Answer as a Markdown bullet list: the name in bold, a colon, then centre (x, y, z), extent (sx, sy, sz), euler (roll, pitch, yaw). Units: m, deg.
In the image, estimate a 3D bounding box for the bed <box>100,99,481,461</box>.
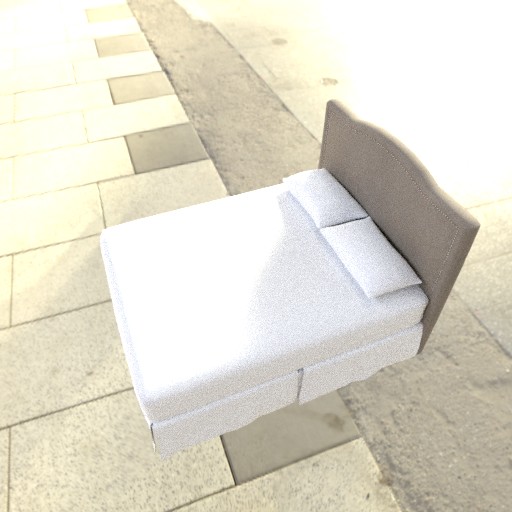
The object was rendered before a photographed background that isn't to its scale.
- **bed**: centre (0.000, 0.000, 3.223), extent (2.128, 1.441, 1.744), euler (-16, 48, -15)
